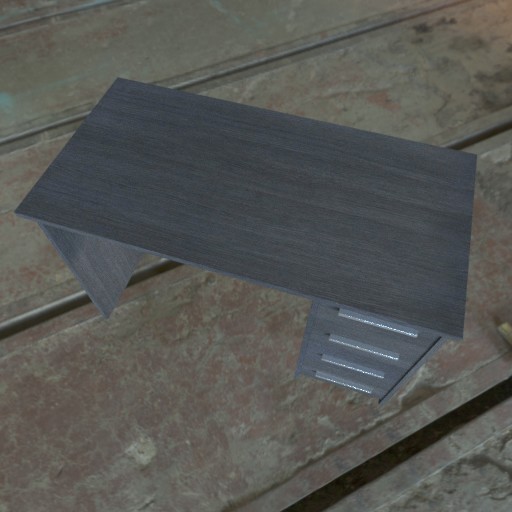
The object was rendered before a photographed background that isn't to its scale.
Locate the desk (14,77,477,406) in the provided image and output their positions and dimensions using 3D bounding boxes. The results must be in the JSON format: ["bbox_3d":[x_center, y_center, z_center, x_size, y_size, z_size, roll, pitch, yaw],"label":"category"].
[{"bbox_3d":[0.000,0.000,1.470,1.096,0.730,0.560,15,59,9],"label":"desk"}]
